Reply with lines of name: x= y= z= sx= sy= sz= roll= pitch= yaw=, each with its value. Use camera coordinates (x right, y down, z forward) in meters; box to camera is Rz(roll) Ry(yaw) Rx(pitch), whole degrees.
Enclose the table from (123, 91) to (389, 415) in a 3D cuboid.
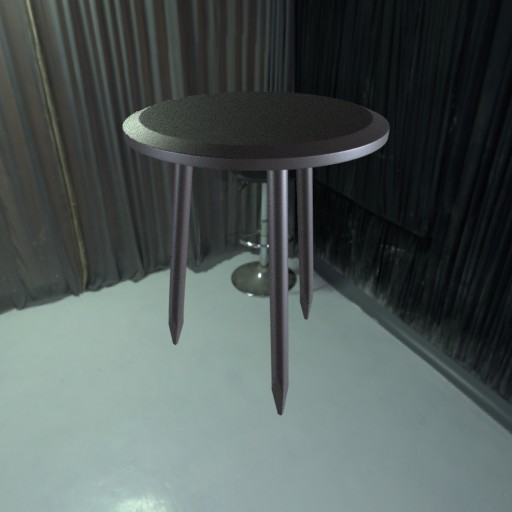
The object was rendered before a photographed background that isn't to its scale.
table: x=0.000 y=0.000 z=0.927 sx=0.457 sy=0.585 sz=0.457 roll=0 pitch=30 yaw=0
